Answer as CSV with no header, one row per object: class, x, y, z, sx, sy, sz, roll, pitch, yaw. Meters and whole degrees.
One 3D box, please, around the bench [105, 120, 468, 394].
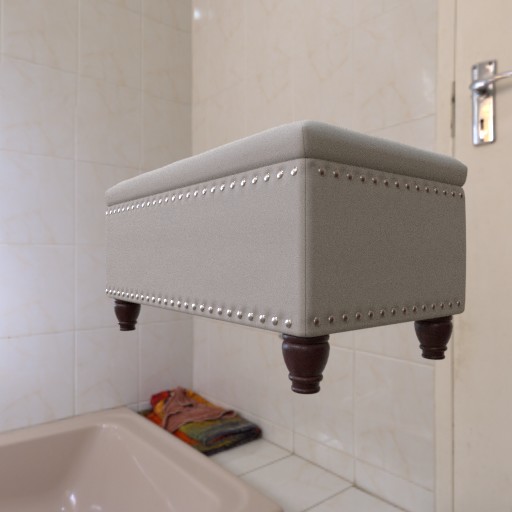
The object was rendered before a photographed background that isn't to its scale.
bench,0.000,0.000,1.166,0.500,0.449,0.887,0,0,-38
